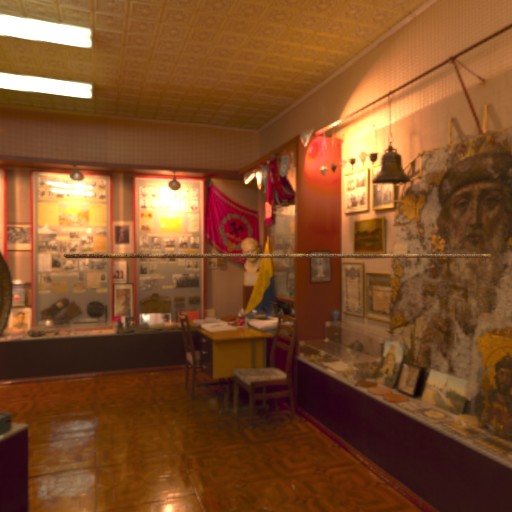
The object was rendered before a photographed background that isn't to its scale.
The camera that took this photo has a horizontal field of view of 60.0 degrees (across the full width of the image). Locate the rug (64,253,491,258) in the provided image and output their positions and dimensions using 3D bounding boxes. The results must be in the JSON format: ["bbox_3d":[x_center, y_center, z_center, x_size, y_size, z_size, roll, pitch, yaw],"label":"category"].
[{"bbox_3d":[0.000,0.000,4.021,3.000,0.026,2.399,0,0,-18],"label":"rug"}]
